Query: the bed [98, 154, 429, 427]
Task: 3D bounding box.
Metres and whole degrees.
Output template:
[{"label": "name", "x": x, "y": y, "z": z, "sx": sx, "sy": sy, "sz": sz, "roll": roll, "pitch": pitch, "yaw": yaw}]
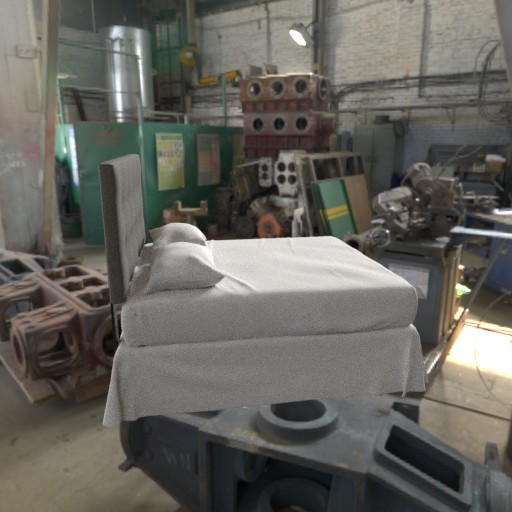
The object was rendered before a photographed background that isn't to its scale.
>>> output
[{"label": "bed", "x": 0.000, "y": 0.000, "z": 3.589, "sx": 2.222, "sy": 1.577, "sz": 1.936, "roll": -2, "pitch": 15, "yaw": -9}]
